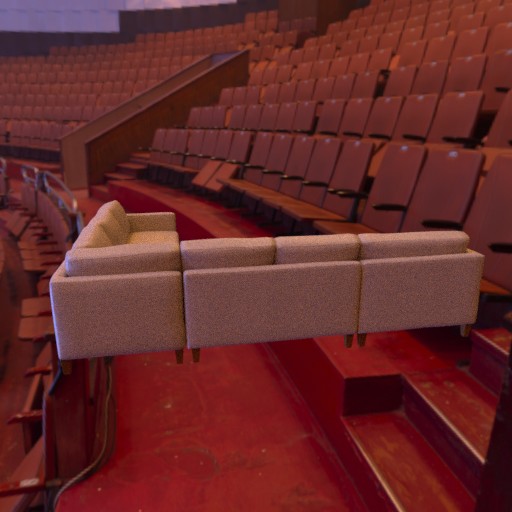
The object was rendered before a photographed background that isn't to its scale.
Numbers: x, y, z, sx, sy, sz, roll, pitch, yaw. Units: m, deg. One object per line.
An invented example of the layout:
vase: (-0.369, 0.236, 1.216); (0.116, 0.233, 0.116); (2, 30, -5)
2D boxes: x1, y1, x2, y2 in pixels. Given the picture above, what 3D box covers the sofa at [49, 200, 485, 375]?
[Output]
sofa: (0.000, 0.000, 4.645); (3.460, 0.961, 2.594); (-3, 16, -11)
